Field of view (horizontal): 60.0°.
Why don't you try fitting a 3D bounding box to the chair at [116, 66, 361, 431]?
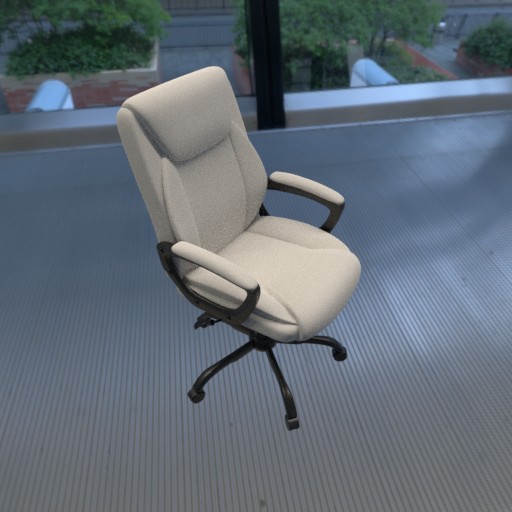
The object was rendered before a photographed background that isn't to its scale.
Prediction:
[{"bbox_3d":[0.000,0.000,1.499,0.669,1.065,0.663,24,46,26],"label":"chair"}]
